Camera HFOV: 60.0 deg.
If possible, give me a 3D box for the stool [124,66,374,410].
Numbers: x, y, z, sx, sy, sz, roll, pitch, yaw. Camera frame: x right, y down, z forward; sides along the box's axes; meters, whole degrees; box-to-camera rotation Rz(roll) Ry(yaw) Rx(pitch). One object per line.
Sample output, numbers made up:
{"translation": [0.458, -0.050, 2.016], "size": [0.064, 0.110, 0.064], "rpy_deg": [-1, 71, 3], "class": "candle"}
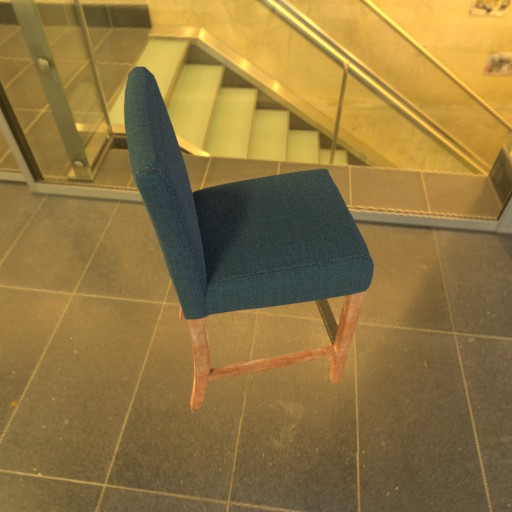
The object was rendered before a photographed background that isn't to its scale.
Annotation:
{"translation": [0.000, 0.000, 1.344], "size": [0.567, 1.039, 0.454], "rpy_deg": [-9, 49, -8], "class": "stool"}
